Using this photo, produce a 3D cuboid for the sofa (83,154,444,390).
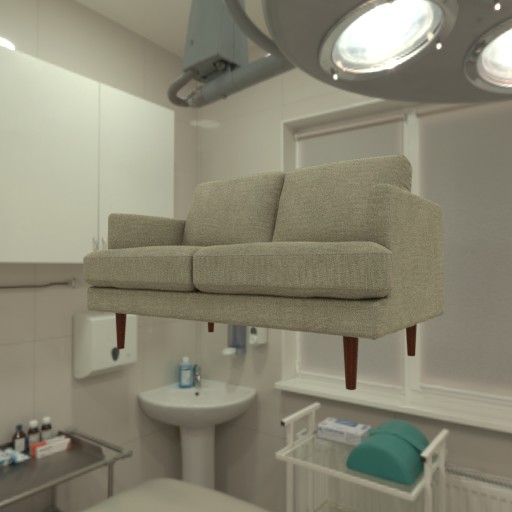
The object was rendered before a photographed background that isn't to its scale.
[{"bbox_3d":[0.000,0.000,2.163,1.582,0.944,0.903,-1,-1,36],"label":"sofa"}]
